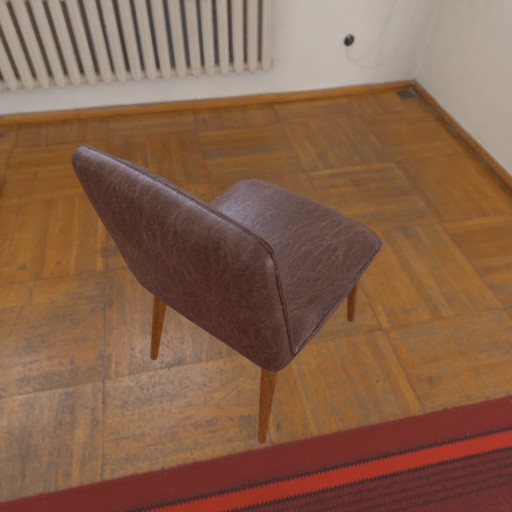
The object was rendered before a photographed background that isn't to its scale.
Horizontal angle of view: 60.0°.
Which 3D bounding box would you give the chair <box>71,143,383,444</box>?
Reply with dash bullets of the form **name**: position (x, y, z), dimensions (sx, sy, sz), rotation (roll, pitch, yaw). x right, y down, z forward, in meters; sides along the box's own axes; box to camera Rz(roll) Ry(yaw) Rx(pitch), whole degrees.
- **chair**: position (0.000, 0.000, 1.203), dimensions (0.543, 0.803, 0.645), rotation (25, 51, 22)
